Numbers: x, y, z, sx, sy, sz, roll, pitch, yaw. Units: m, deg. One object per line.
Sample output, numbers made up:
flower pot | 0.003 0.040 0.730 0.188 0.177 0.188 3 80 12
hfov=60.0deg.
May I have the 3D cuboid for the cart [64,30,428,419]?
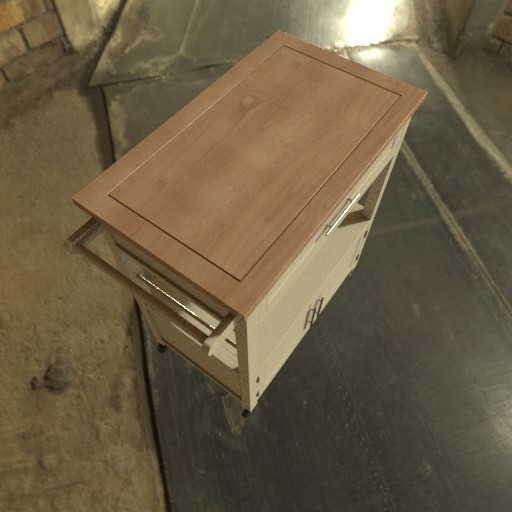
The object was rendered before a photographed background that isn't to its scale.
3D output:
cart | 0.000 0.000 1.386 0.459 0.901 0.840 32 63 18
